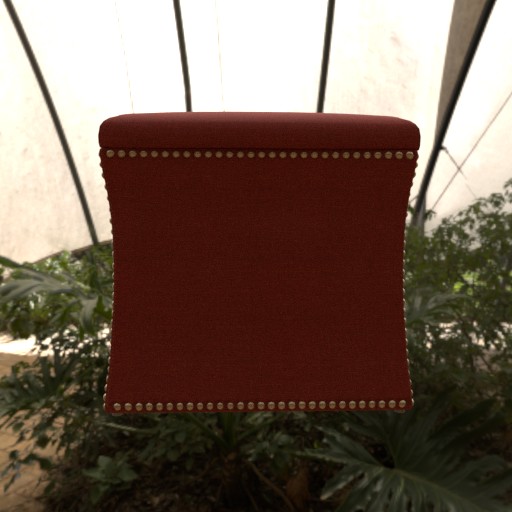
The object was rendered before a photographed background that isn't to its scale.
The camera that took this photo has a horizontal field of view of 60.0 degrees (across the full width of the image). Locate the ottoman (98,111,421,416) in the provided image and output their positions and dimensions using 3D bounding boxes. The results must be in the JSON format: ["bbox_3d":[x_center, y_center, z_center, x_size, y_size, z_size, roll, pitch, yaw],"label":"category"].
[{"bbox_3d":[0.000,0.000,0.894,0.497,0.475,0.507,0,1,-2],"label":"ottoman"}]
